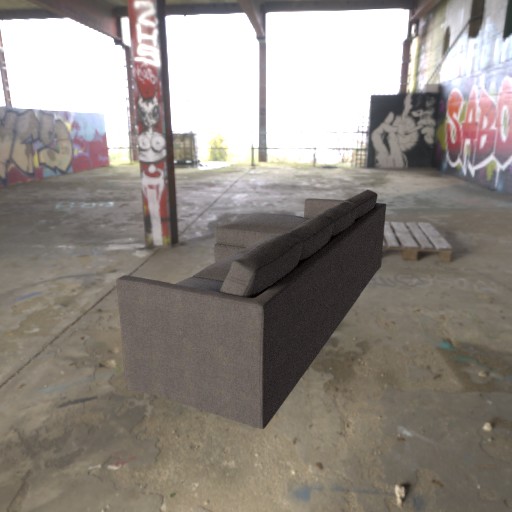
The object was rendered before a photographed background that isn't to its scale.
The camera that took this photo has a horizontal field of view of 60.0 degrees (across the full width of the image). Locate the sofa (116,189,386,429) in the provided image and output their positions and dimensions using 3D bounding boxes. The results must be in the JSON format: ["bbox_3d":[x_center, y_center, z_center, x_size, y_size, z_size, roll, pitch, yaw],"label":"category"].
[{"bbox_3d":[0.000,0.000,3.899,1.650,0.922,3.205,8,18,25],"label":"sofa"}]
